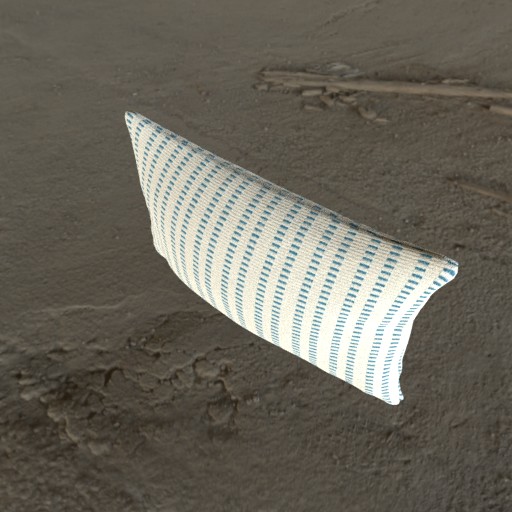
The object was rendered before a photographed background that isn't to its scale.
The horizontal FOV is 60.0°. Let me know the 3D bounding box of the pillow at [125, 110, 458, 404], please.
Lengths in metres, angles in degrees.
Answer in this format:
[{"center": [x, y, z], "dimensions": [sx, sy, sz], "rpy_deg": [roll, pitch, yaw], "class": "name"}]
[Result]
[{"center": [0.000, 0.000, 0.796], "dimensions": [0.640, 0.353, 0.210], "rpy_deg": [30, 52, 27], "class": "pillow"}]
